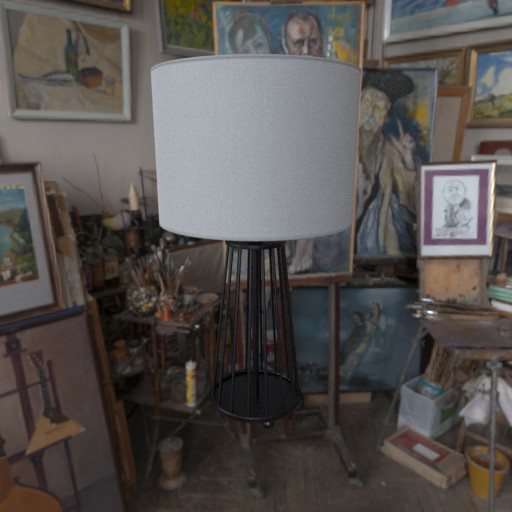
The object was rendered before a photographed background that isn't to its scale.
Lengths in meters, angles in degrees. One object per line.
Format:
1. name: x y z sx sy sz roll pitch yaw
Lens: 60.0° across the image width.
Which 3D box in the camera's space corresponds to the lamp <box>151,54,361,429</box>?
1. lamp: 0.000 0.000 0.770 0.322 0.593 0.322 2 15 8
